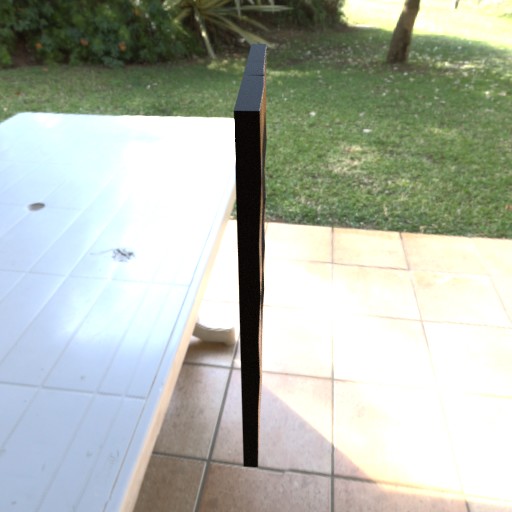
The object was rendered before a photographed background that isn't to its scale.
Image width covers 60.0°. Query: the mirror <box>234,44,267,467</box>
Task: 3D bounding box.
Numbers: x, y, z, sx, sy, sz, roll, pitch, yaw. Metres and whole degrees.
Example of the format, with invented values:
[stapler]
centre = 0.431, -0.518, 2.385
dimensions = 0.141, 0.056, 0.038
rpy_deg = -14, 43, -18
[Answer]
[mirror]
centre = 0.000, 0.000, 1.147
dimensions = 0.044, 0.912, 0.606
rpy_deg = 1, 34, 2
